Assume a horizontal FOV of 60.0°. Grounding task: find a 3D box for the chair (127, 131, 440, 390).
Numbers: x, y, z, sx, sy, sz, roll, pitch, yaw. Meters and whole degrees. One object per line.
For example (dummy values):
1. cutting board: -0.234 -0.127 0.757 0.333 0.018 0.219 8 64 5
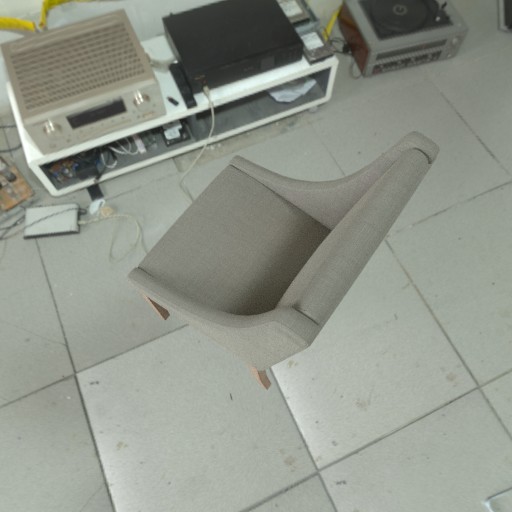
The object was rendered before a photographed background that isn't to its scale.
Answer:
1. chair: 0.000 0.000 1.385 0.611 1.021 0.575 33 71 14
